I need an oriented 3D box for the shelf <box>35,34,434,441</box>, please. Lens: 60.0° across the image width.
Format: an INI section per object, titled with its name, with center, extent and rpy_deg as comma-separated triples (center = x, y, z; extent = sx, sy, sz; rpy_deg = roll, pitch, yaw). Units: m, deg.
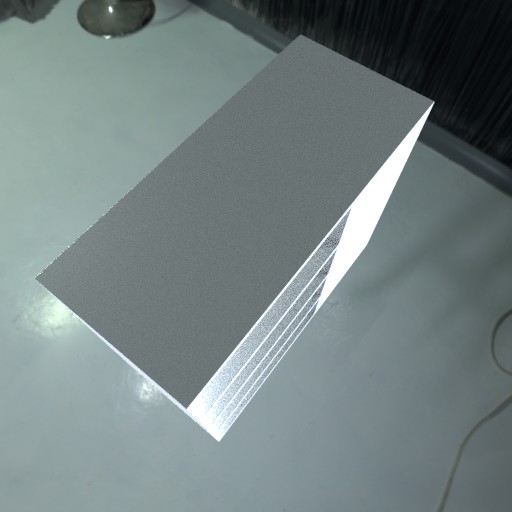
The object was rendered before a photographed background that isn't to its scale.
[shelf]
center = 0.000, 0.000, 1.291
extent = 0.396, 0.732, 0.895
rpy_deg = 35, 68, 16
